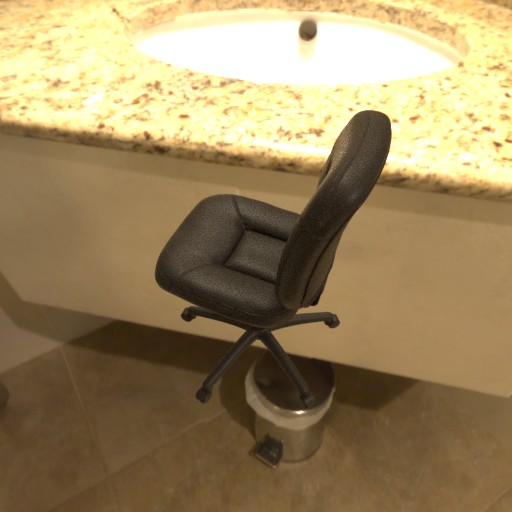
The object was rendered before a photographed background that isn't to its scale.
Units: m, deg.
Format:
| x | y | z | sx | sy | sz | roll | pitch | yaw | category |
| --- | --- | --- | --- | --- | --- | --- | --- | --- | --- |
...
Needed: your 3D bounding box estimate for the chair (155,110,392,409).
| x | y | z | sx | sy | sz | roll | pitch | yaw | category |
| --- | --- | --- | --- | --- | --- | --- | --- | --- | --- |
| 0.000 | 0.000 | 1.414 | 0.646 | 0.959 | 0.647 | 15 | 48 | 15 | chair |
